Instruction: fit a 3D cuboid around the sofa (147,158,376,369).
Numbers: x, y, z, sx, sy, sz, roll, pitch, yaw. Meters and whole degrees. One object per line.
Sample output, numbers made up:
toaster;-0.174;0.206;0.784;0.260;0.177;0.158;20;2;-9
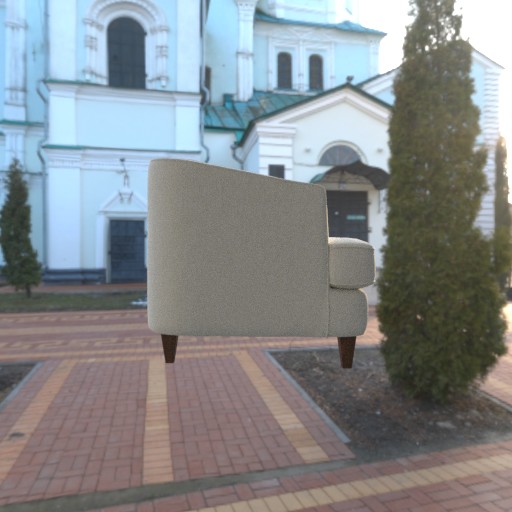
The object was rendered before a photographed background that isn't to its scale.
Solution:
sofa;0.000;0.000;2.781;0.941;0.855;2.278;0;0;0
